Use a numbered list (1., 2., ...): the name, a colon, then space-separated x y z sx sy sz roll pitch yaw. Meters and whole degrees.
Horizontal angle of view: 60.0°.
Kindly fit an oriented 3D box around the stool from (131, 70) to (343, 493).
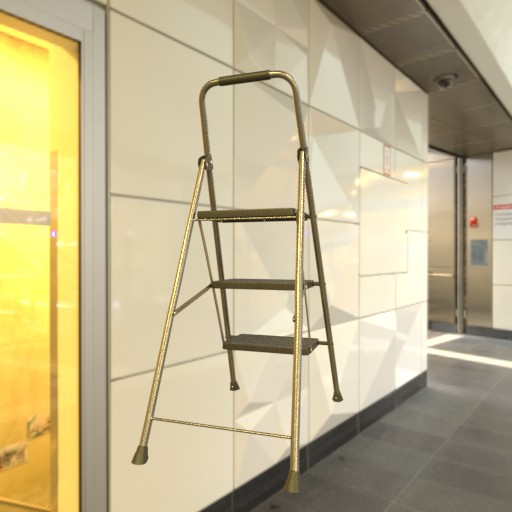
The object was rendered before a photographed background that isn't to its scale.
1. stool: 0.000 0.000 1.464 0.473 1.121 0.733 0 0 19
